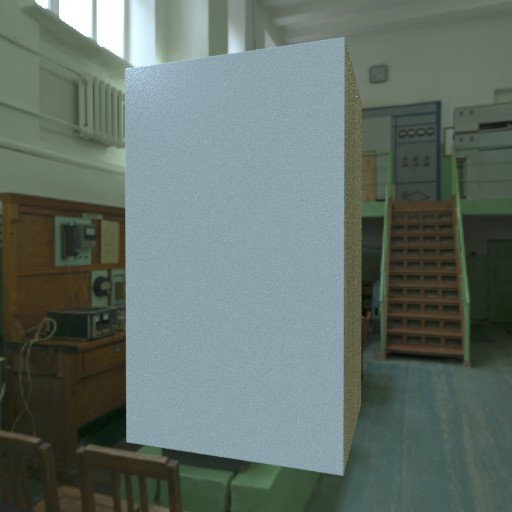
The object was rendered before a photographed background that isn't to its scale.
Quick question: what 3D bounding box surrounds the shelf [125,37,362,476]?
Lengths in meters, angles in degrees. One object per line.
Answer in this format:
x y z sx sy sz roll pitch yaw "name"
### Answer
0.000 0.000 0.797 0.350 0.600 0.290 0 1 18 "shelf"
